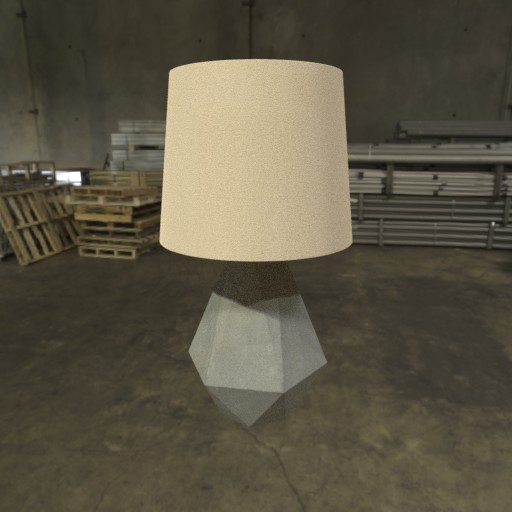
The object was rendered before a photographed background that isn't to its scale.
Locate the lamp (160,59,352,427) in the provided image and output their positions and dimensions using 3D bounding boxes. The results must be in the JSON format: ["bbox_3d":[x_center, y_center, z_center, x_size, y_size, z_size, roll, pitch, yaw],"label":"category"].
[{"bbox_3d":[0.000,0.000,0.656,0.276,0.501,0.276,0,14,0],"label":"lamp"}]
